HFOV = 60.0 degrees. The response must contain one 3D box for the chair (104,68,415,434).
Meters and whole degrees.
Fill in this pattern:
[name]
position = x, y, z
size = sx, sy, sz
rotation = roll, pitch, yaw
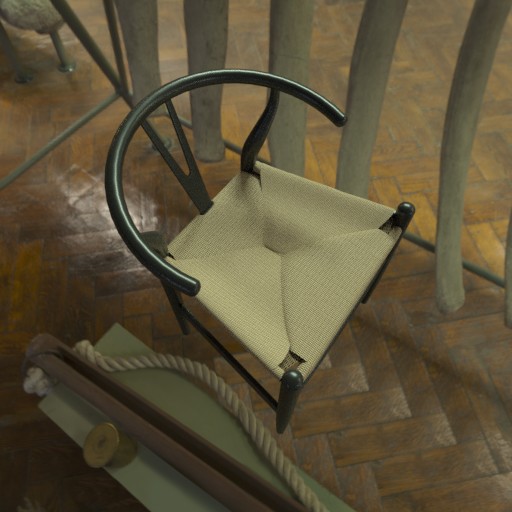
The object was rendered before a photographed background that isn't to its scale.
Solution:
[chair]
position = 0.000, 0.000, 1.144
size = 0.570, 0.739, 0.570
rotation = 31, 63, 18
